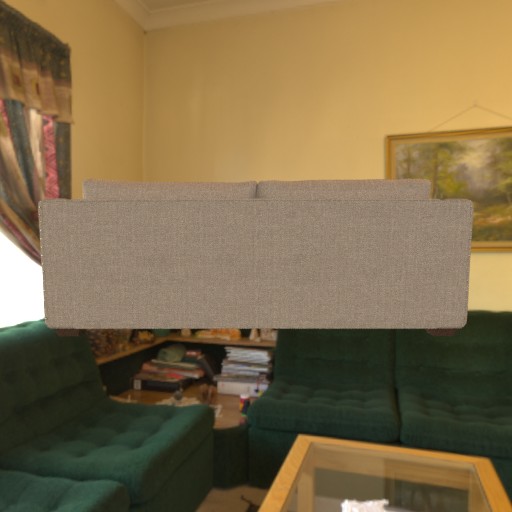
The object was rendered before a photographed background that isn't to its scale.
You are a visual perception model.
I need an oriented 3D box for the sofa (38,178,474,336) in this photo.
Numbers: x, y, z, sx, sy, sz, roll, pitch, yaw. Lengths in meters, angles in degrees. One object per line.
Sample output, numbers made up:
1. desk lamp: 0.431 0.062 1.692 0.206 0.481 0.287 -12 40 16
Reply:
1. sofa: 0.000 0.000 2.733 2.208 0.857 1.000 0 0 0
